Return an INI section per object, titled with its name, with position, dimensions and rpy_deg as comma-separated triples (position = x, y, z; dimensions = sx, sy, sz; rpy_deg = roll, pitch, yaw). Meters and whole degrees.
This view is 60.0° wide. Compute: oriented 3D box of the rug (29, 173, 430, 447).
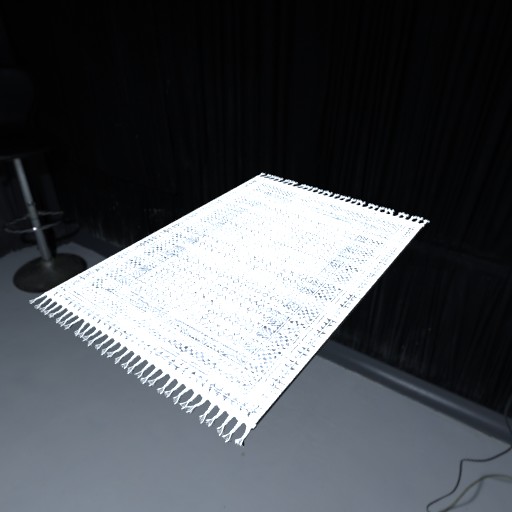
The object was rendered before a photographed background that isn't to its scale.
[rug]
position = 0.000, 0.000, 2.339
dimensions = 1.243, 0.013, 1.872
rpy_deg = 22, 39, 30
